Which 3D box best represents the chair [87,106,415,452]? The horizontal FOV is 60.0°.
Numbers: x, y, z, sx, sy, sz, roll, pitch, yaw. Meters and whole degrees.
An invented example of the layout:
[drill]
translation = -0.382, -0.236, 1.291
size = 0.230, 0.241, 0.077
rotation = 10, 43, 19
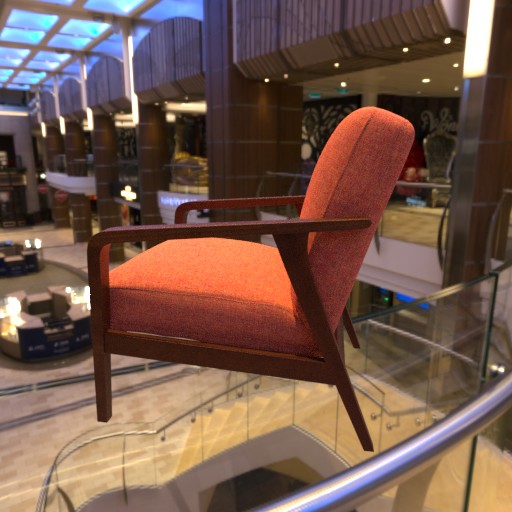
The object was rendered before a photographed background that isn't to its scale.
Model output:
[chair]
translation = 0.000, 0.000, 1.455
size = 0.860, 0.890, 0.719
rotation = 2, 13, 10
